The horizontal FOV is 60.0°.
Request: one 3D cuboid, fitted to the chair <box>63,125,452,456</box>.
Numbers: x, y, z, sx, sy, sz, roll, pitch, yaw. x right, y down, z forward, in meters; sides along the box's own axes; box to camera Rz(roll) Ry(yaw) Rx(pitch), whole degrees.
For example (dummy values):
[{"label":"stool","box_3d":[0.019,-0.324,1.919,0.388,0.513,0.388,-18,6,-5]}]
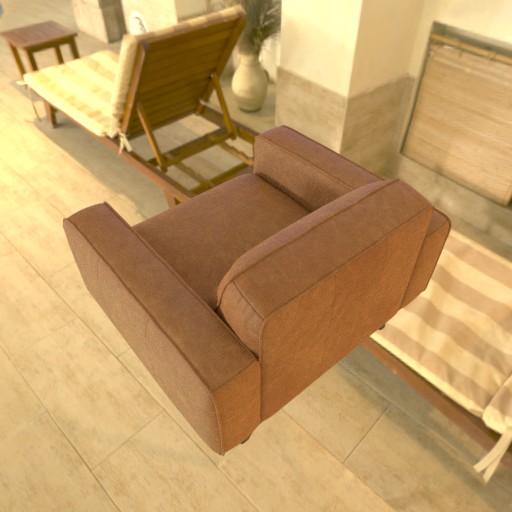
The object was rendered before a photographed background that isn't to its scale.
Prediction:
[{"label":"chair","box_3d":[0.000,0.000,1.728,1.118,0.782,0.952,-30,52,-27]}]
